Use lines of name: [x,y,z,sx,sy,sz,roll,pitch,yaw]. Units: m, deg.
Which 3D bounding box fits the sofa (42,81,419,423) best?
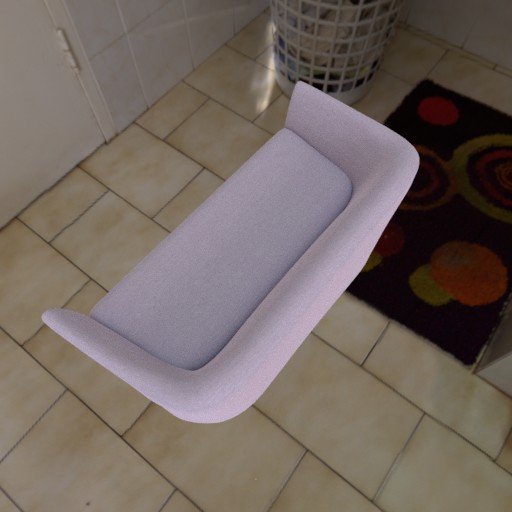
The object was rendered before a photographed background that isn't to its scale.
sofa: [0.000,0.000,1.832,0.705,0.721,1.452,37,69,17]
